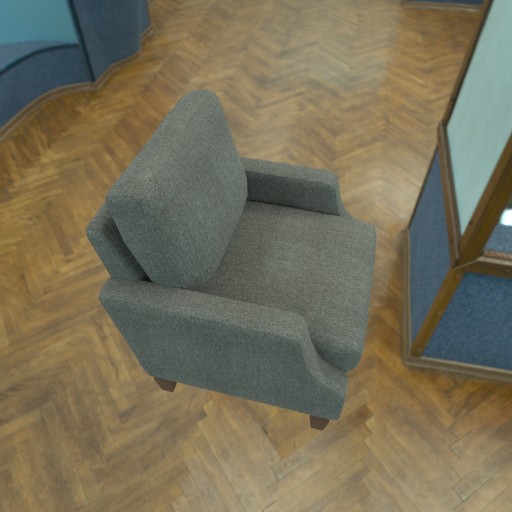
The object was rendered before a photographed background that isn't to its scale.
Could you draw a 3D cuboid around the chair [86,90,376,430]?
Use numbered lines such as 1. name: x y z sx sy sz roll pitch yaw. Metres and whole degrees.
1. chair: 0.000 0.000 1.697 0.897 0.993 0.855 11 48 10
